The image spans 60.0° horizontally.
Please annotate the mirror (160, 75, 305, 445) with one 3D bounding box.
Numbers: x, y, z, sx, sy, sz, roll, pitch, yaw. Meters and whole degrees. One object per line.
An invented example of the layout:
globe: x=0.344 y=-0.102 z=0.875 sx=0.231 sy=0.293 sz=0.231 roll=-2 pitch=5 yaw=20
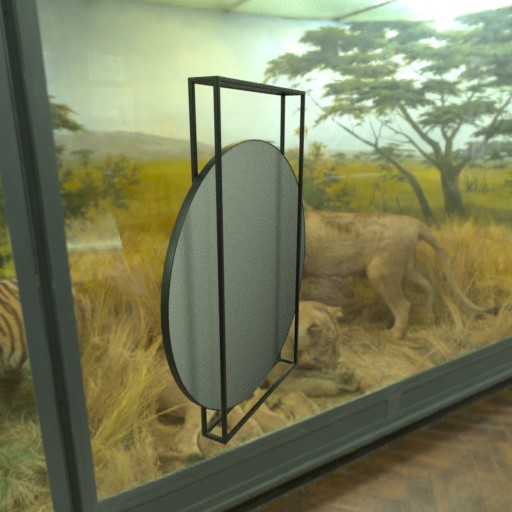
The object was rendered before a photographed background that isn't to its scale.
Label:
mirror: x=0.000 y=0.000 z=0.837 sx=0.051 sy=0.603 sz=0.508 roll=9 pitch=18 yaw=27
